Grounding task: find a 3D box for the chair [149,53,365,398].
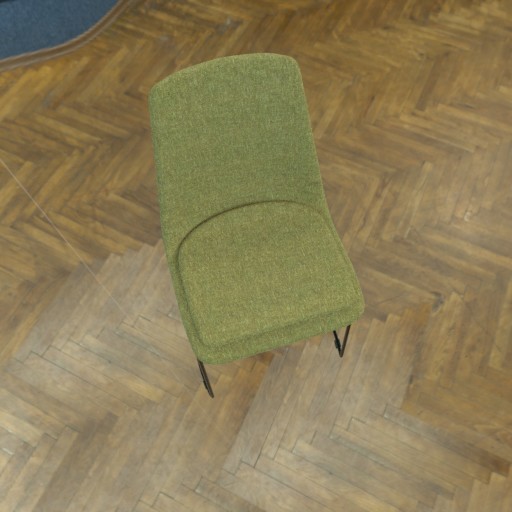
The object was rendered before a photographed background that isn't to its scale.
[{"bbox_3d":[0.000,0.000,1.159,0.479,0.849,0.496,-15,65,-7],"label":"chair"}]
